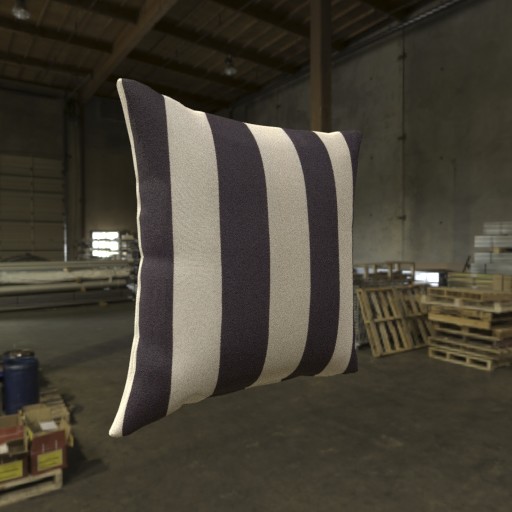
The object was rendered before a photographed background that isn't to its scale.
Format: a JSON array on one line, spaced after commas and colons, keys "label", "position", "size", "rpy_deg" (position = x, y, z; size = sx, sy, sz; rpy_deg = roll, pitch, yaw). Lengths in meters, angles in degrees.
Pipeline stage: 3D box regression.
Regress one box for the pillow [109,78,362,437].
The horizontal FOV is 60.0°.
[{"label": "pillow", "position": [0.000, 0.000, 0.801], "size": [0.536, 0.526, 0.189], "rpy_deg": [-1, 2, -36]}]
